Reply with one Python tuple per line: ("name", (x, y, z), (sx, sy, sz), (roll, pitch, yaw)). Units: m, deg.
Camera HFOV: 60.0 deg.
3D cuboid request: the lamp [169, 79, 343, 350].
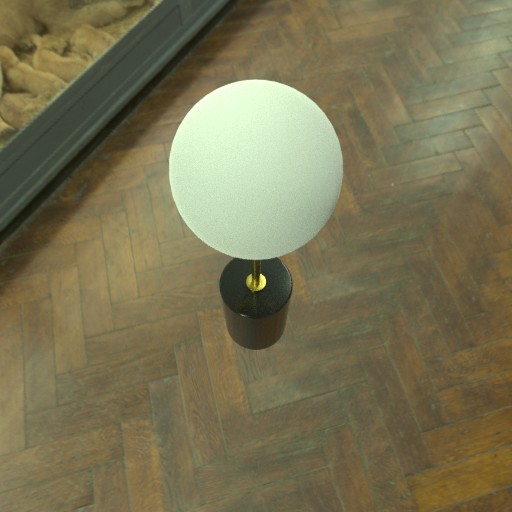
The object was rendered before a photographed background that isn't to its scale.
("lamp", (0.000, 0.000, 0.541), (0.153, 0.480, 0.153), (0, 63, 0))
